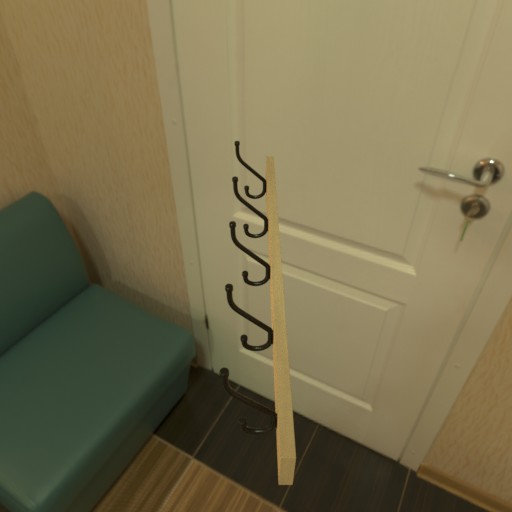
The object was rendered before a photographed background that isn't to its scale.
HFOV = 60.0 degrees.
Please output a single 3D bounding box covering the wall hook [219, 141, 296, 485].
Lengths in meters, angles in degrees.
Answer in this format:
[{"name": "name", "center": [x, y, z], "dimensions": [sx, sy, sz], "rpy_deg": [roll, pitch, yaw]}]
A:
[{"name": "wall hook", "center": [0.000, 0.000, 0.624], "dimensions": [0.071, 0.117, 0.571], "rpy_deg": [0, 41, 0]}]
